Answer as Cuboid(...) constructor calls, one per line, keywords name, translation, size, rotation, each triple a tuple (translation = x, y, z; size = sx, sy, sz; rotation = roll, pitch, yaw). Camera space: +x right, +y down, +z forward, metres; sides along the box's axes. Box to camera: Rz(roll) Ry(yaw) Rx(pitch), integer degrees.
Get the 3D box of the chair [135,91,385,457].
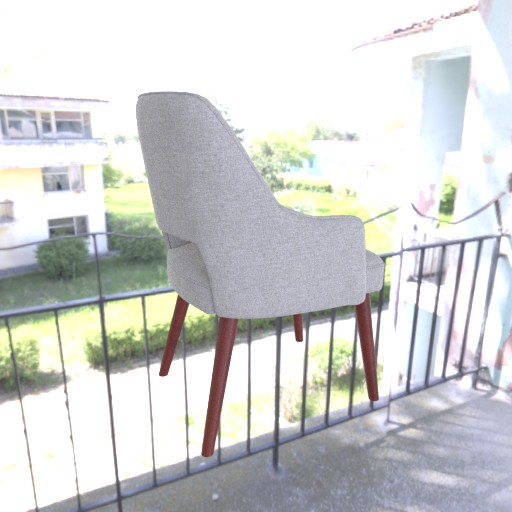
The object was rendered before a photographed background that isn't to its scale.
Cuboid(name="chair", translation=(0.000, 0.000, 1.254), size=(0.605, 0.849, 0.548), rotation=(-8, 18, -25))
